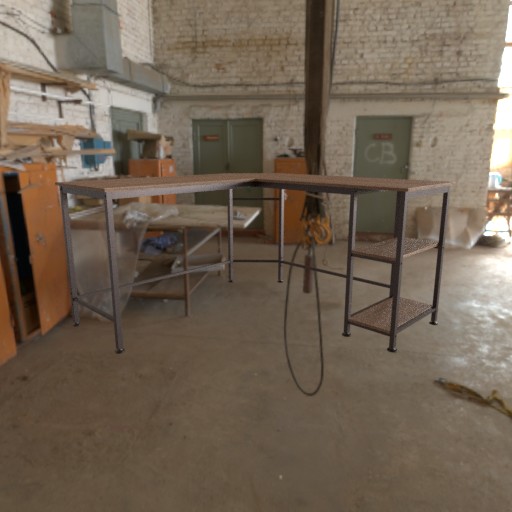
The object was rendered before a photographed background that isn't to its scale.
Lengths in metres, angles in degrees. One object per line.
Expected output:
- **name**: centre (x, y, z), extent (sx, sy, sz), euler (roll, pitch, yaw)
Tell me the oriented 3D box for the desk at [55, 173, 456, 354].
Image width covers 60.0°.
- **desk**: centre (0.000, 0.000, 2.244), extent (1.379, 0.739, 1.379), euler (13, 19, 43)
